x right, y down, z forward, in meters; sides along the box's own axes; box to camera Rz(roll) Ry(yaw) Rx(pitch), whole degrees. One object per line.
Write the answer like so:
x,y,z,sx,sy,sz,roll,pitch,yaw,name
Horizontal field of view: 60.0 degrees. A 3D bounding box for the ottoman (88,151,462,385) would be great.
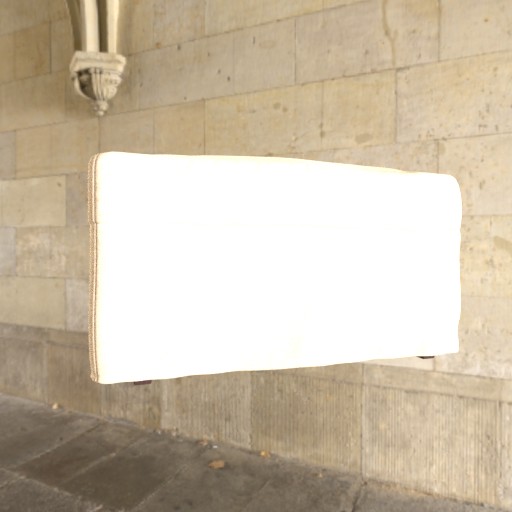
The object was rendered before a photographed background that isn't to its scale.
0.000,0.000,1.217,0.833,0.485,0.650,0,1,-18,ottoman
